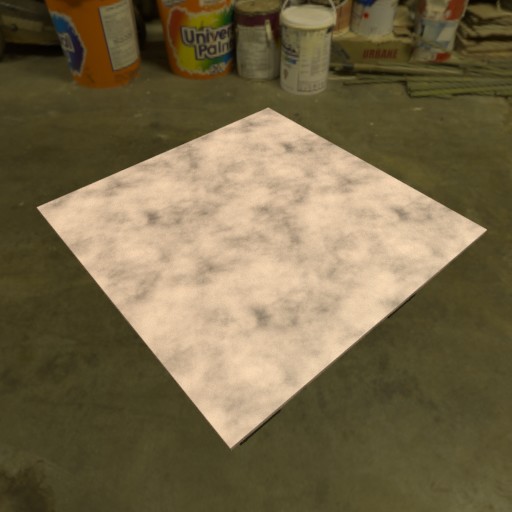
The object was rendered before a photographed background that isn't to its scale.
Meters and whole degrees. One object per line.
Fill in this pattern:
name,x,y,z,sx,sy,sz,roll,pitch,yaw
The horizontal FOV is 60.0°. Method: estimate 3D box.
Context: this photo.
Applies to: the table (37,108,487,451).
table,0.000,0.000,1.345,0.890,0.305,0.890,-32,54,-27
